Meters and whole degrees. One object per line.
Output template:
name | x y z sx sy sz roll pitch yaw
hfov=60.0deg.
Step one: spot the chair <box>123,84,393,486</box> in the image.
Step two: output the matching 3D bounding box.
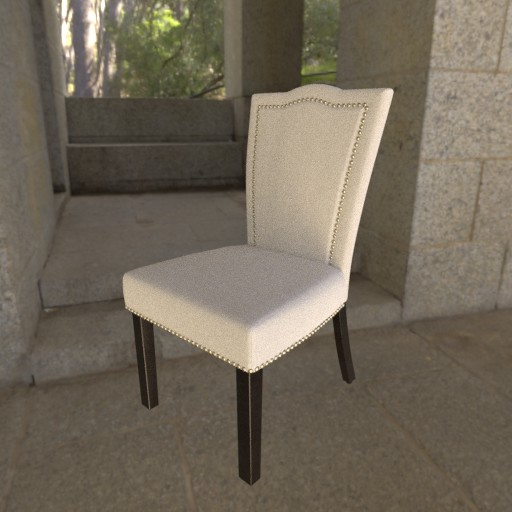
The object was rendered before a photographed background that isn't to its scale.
chair | 0.000 0.000 1.272 0.518 0.946 0.589 16 23 41
